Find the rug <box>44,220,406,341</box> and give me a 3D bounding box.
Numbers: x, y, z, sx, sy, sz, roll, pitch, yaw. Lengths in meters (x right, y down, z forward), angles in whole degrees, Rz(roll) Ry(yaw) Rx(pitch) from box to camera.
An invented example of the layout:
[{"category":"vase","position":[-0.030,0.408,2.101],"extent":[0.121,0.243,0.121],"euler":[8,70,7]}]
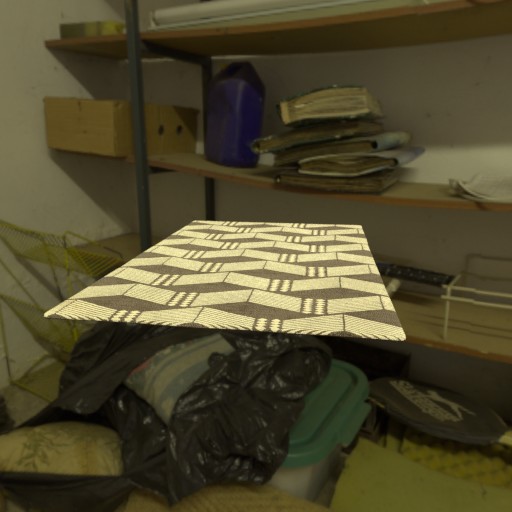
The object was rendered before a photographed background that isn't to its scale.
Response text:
[{"category":"rug","position":[0.000,0.000,2.311],"extent":[1.210,0.016,1.833],"euler":[2,15,8]}]
